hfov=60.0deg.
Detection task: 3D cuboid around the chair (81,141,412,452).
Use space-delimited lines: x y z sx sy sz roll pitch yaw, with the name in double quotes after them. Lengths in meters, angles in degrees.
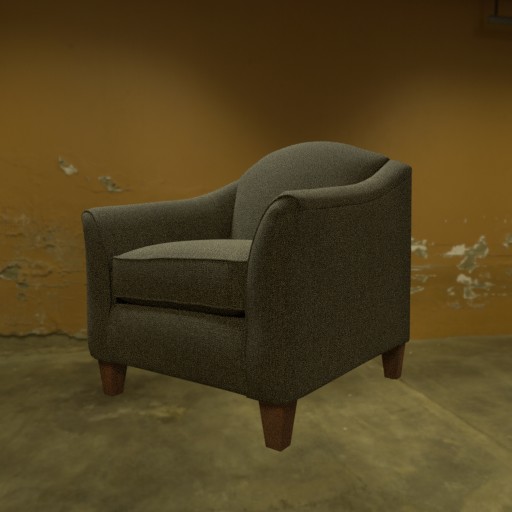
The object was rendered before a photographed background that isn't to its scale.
0.000 0.000 1.415 0.763 0.839 0.787 1 2 36 "chair"
